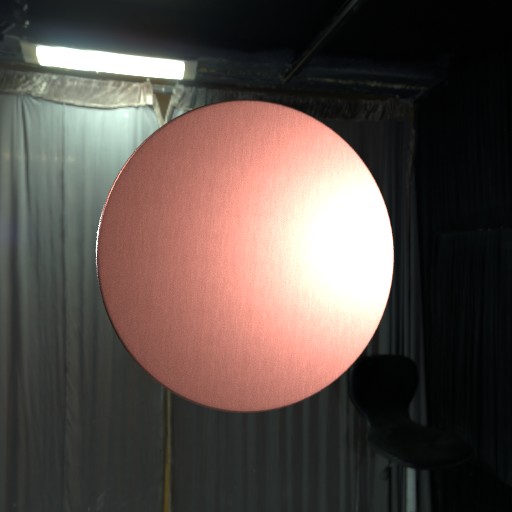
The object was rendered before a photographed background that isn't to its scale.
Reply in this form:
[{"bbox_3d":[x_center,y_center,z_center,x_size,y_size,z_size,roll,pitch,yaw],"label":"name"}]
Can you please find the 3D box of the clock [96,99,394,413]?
[{"bbox_3d":[0.000,0.000,0.463,0.313,0.313,0.040,0,0,-19],"label":"clock"}]
